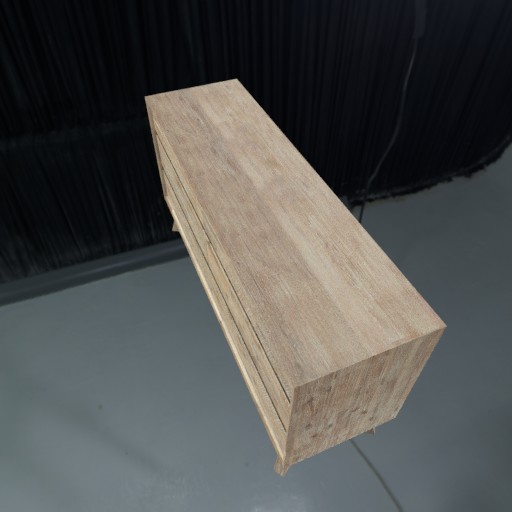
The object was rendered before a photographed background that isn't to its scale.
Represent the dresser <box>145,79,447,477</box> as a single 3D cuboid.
[{"bbox_3d":[0.000,0.000,1.909,0.455,0.805,1.554,-17,50,-15],"label":"dresser"}]
